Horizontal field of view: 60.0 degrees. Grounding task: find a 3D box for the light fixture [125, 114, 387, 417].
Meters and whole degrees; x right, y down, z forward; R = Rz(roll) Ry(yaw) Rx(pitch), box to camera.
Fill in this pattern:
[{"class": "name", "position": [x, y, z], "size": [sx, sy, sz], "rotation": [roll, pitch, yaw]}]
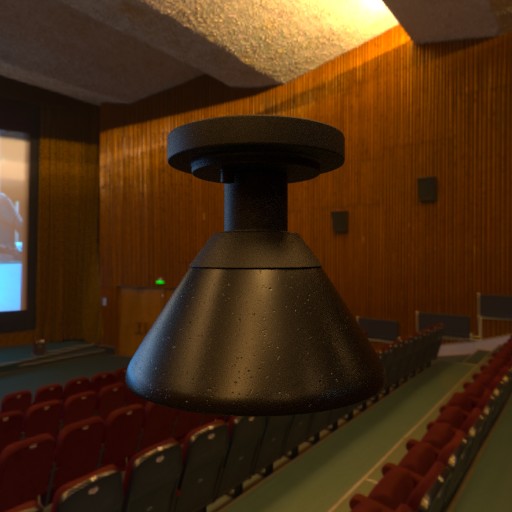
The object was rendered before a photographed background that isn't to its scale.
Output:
[{"class": "light fixture", "position": [0.000, 0.000, 0.354], "size": [0.200, 0.183, 0.200], "rotation": [0, 0, 0]}]
